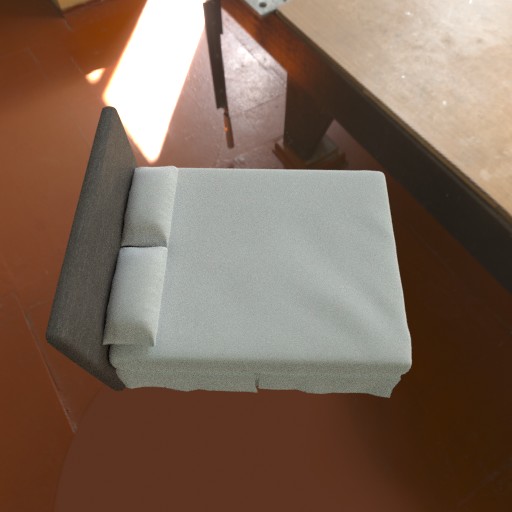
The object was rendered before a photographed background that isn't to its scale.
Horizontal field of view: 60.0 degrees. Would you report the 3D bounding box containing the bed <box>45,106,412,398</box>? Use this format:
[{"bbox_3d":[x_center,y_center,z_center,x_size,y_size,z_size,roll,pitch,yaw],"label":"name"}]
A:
[{"bbox_3d":[0.000,0.000,3.186,2.142,1.330,1.723,1,62,1],"label":"bed"}]
